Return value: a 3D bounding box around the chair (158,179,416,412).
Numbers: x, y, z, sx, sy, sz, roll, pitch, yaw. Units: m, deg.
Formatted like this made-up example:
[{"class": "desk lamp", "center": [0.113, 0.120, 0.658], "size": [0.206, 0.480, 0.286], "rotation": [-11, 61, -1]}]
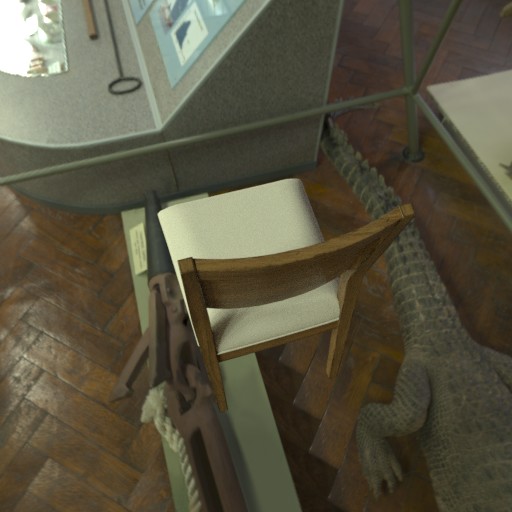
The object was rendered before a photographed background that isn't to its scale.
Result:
[{"class": "chair", "center": [0.000, 0.000, 1.284], "size": [0.497, 0.939, 0.610], "rotation": [-14, 59, -9]}]
